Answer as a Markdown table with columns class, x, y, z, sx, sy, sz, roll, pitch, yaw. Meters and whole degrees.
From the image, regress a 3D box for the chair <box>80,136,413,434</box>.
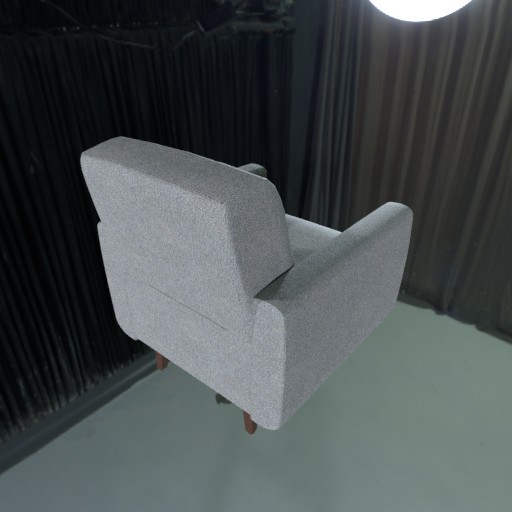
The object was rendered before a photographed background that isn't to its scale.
| class | x | y | z | sx | sy | sz | roll | pitch | yaw |
| --- | --- | --- | --- | --- | --- | --- | --- | --- | --- |
| chair | 0.000 | 0.000 | 1.686 | 0.845 | 0.968 | 0.942 | 23 | 38 | 33 |
